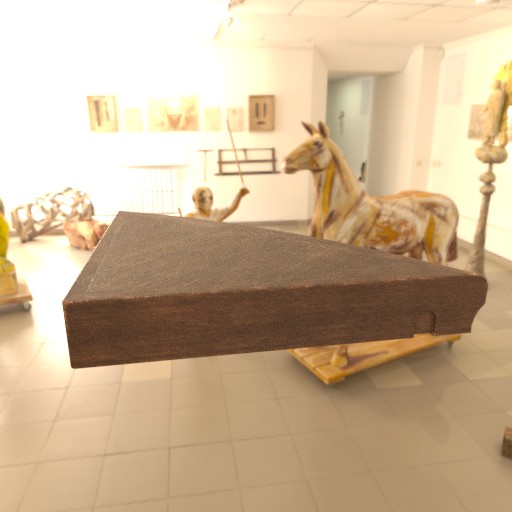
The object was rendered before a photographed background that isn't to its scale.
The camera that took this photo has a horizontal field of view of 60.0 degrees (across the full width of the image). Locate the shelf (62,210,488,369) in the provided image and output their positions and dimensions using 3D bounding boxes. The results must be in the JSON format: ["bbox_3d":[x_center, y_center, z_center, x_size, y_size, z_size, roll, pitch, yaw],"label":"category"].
[{"bbox_3d":[0.000,0.000,0.464,0.310,0.050,0.310,-3,18,-9],"label":"shelf"}]
